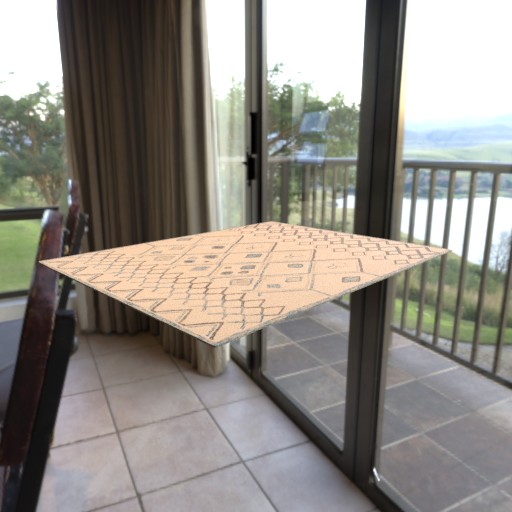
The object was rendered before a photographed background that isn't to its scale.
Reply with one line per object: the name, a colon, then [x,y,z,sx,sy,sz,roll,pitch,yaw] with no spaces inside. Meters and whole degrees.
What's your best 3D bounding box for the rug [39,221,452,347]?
rug: [0.000,0.000,4.155,2.441,0.013,3.056,13,19,43]
